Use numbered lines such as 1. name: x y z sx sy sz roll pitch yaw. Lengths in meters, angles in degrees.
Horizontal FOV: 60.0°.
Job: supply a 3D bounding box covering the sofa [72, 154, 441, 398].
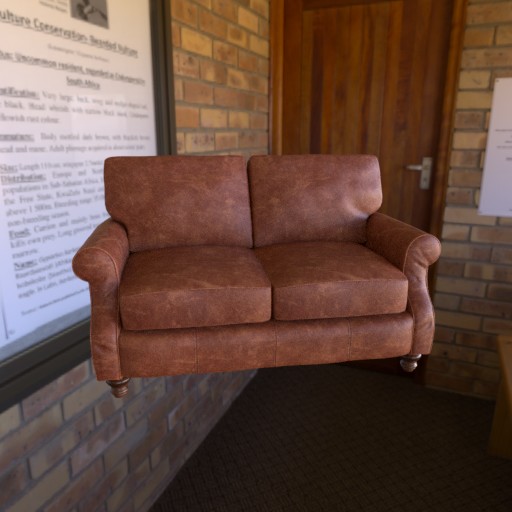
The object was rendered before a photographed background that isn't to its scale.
1. sofa: 0.000 0.000 2.231 1.616 0.967 0.990 -2 16 -9
